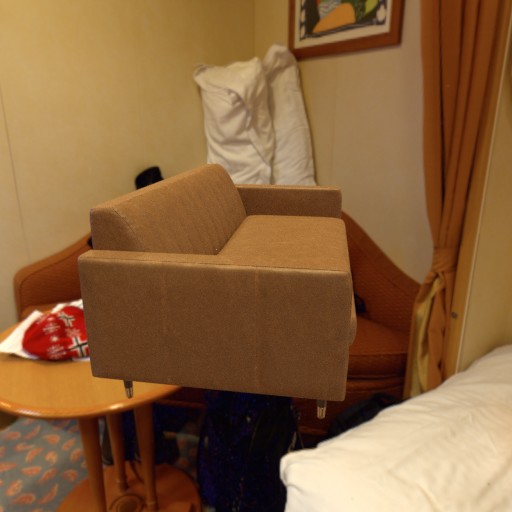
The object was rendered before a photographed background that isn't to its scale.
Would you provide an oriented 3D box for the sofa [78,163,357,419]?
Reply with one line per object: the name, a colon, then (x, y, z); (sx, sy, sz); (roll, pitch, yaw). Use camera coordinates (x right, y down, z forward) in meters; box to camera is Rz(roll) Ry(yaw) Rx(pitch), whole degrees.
sofa: (0.000, 0.000, 2.401); (0.993, 0.821, 1.847); (3, 18, 9)
